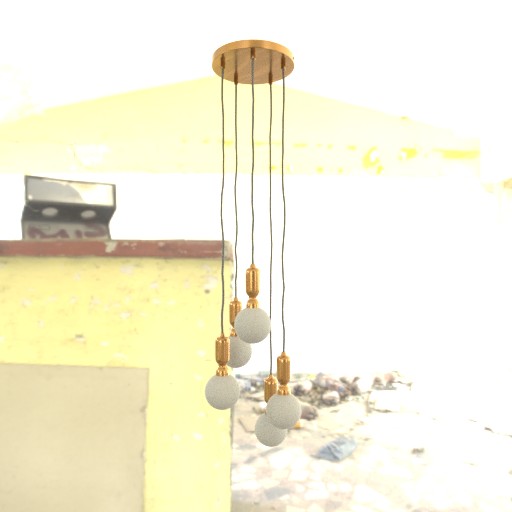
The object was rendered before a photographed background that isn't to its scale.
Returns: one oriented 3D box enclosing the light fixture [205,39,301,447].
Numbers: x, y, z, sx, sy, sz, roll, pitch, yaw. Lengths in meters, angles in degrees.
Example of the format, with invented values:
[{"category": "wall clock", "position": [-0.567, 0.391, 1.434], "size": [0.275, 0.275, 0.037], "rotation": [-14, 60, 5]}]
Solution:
[{"category": "light fixture", "position": [0.000, 0.000, 0.510], "size": [0.105, 0.457, 0.108], "rotation": [0, -1, 18]}]
